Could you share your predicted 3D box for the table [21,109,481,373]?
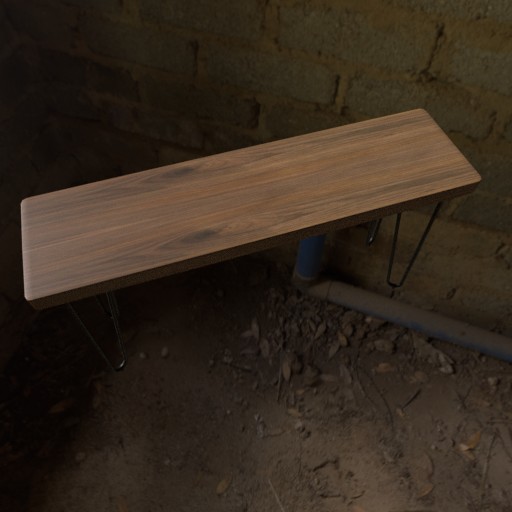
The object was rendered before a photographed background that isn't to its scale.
[{"bbox_3d":[0.000,0.000,1.895,1.570,0.834,0.425,-15,57,-10],"label":"table"}]
